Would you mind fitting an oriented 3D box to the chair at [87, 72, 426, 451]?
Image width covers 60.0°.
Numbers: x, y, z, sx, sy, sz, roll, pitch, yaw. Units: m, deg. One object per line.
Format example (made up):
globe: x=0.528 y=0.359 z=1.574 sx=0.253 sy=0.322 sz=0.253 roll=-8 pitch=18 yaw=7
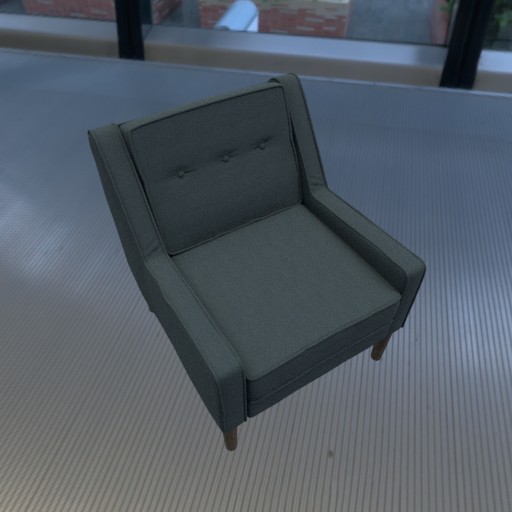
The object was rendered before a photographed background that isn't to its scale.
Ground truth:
chair: x=0.000 y=0.000 z=1.345 sx=0.663 sy=0.780 sz=0.733 roll=-24 pitch=51 yaw=-21
